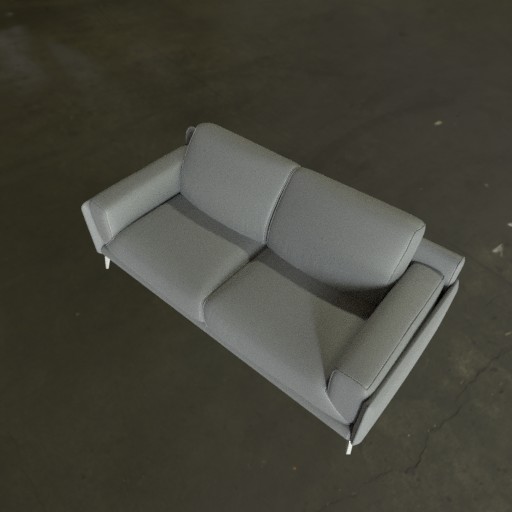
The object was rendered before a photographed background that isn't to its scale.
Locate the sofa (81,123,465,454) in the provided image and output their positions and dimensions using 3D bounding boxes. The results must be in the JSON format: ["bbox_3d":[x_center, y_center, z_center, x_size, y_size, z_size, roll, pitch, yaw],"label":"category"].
[{"bbox_3d":[0.000,0.000,2.653,2.100,0.900,0.969,31,54,26],"label":"sofa"}]
